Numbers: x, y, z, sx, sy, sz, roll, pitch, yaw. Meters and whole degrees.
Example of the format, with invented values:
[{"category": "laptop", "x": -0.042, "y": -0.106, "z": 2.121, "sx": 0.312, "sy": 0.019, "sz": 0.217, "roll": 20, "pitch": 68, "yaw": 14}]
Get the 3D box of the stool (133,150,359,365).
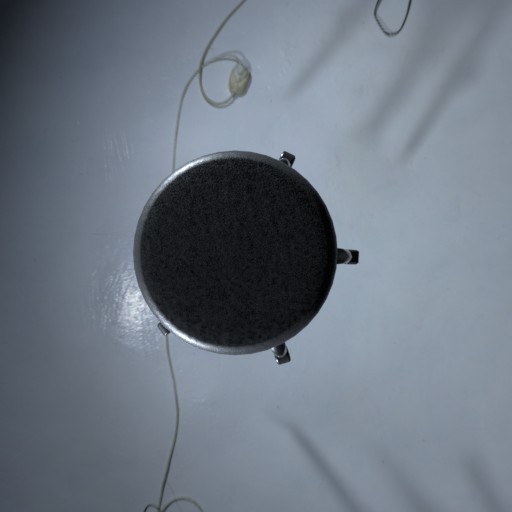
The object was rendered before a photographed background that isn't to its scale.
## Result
[{"category": "stool", "x": 0.000, "y": 0.000, "z": 1.134, "sx": 0.638, "sy": 0.576, "sz": 0.673, "roll": 0, "pitch": 89, "yaw": 1}]
